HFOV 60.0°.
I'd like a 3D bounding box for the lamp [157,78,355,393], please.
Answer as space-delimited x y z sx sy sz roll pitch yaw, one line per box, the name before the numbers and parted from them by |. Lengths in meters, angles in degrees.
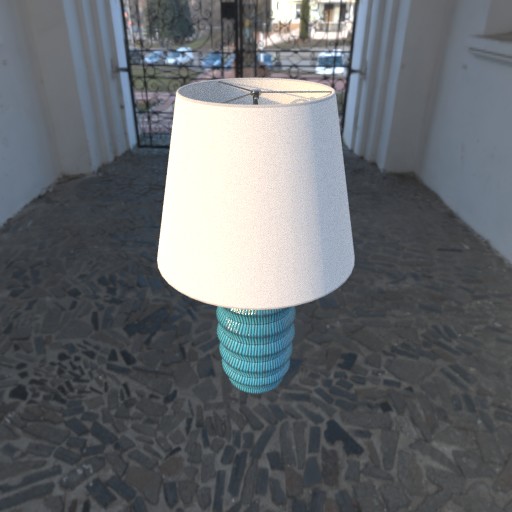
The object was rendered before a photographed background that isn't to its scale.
lamp | 0.000 0.000 0.816 0.355 0.582 0.355 0 30 0
